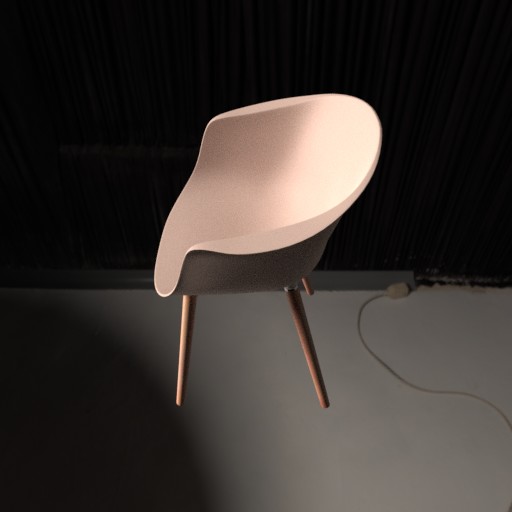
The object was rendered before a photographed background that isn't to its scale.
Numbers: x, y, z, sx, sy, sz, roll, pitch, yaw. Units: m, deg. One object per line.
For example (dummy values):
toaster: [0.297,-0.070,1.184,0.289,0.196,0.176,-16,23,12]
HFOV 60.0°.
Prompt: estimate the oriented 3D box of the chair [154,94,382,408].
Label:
chair: [0.000,0.000,1.176,0.504,0.781,0.593,0,43,0]
